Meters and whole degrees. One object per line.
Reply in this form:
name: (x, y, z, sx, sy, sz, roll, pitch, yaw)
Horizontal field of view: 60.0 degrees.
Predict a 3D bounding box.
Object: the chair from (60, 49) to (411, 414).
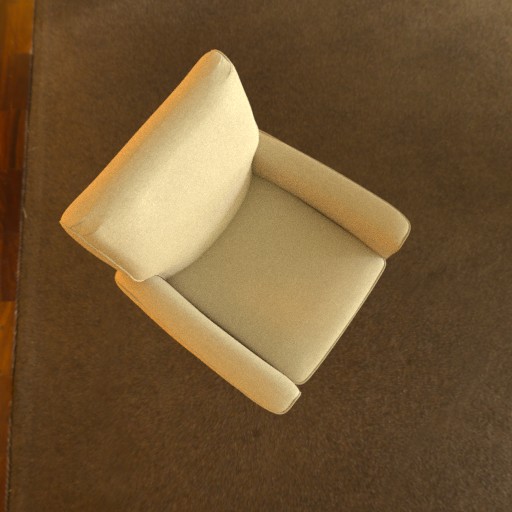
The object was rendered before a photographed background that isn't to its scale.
chair: (0.000, 0.000, 1.646, 0.858, 1.023, 0.841, 36, 79, 8)
